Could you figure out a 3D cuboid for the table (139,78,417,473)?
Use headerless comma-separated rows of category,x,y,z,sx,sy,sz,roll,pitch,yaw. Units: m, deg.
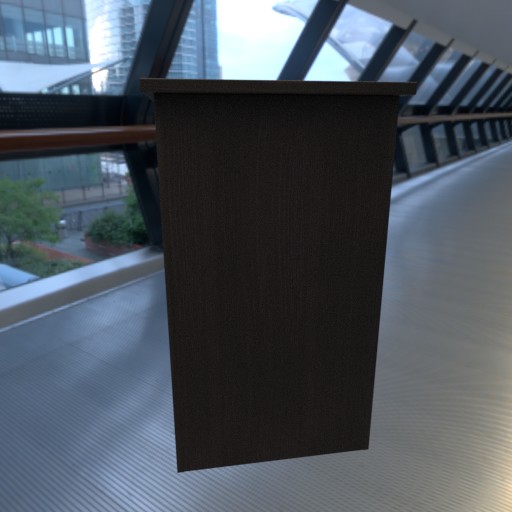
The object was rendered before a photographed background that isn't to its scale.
table,0.000,0.000,0.912,0.381,0.635,0.480,-3,17,-9
